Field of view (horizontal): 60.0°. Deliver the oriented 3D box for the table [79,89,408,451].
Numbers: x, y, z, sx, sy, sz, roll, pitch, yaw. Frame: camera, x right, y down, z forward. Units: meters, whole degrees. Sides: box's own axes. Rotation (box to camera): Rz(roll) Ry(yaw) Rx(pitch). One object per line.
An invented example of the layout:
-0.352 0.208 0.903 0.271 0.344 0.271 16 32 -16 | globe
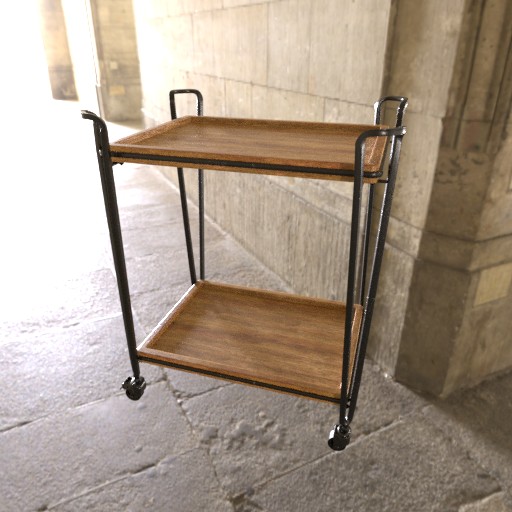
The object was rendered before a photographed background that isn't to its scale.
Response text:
0.000 0.000 1.195 0.672 0.785 0.505 8 27 16 | table
